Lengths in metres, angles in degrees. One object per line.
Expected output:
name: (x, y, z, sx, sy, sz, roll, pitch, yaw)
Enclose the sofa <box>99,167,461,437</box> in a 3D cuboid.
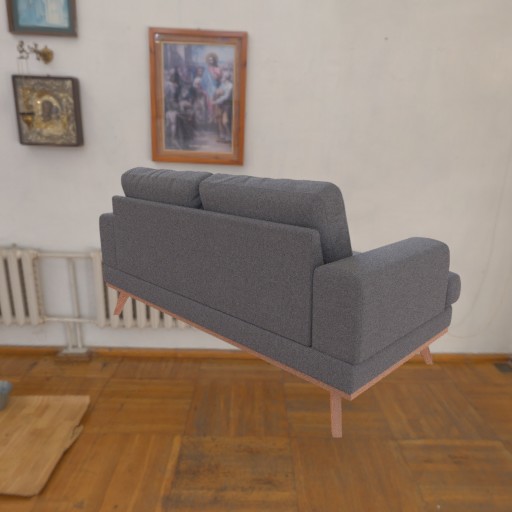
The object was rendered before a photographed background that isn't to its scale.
sofa: (0.000, 0.000, 2.114, 0.785, 0.810, 1.650, -14, 20, -43)
